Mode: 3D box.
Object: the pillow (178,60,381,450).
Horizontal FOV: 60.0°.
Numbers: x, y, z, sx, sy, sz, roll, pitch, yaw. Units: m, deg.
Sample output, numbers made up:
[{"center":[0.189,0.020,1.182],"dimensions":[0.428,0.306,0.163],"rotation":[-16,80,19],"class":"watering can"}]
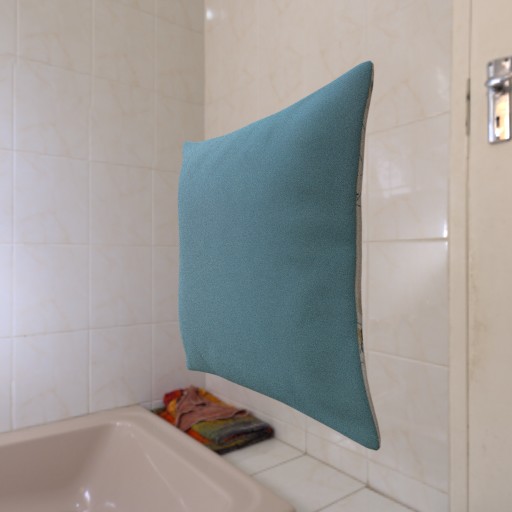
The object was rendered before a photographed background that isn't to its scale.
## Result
[{"center":[0.000,0.000,0.781],"dimensions":[0.166,0.507,0.526],"rotation":[0,0,-36],"class":"pillow"}]
